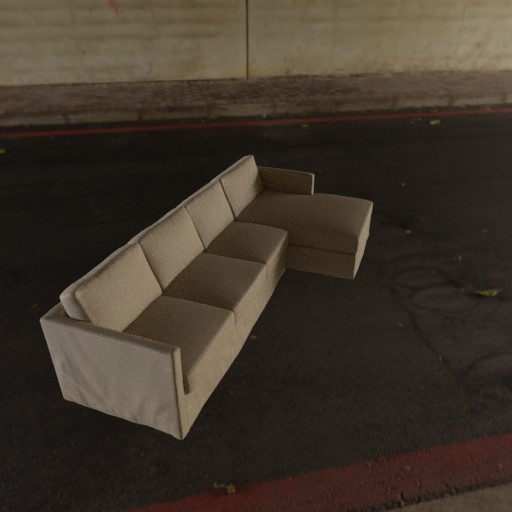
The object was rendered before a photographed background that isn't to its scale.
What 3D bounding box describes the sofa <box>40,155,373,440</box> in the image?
[{"bbox_3d":[0.000,0.000,3.846,1.622,0.871,3.206,10,31,18],"label":"sofa"}]
